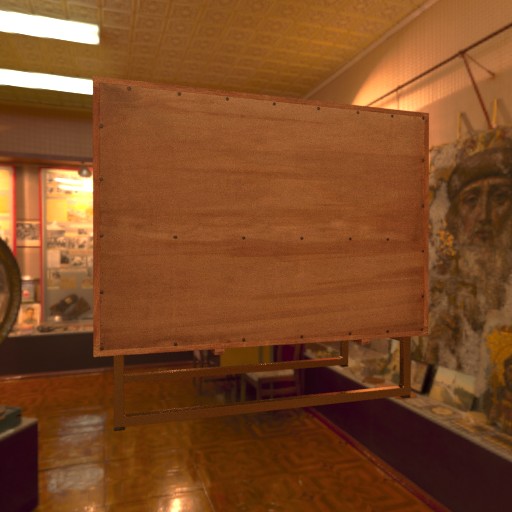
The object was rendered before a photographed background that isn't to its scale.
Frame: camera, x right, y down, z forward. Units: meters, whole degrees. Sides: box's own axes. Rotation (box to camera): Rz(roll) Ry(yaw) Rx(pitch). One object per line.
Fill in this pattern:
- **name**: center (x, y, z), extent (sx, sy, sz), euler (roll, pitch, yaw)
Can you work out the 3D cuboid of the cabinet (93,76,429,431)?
- **cabinet**: center (0.000, 0.000, 1.410), extent (0.950, 0.860, 0.451), euler (0, 1, -17)
